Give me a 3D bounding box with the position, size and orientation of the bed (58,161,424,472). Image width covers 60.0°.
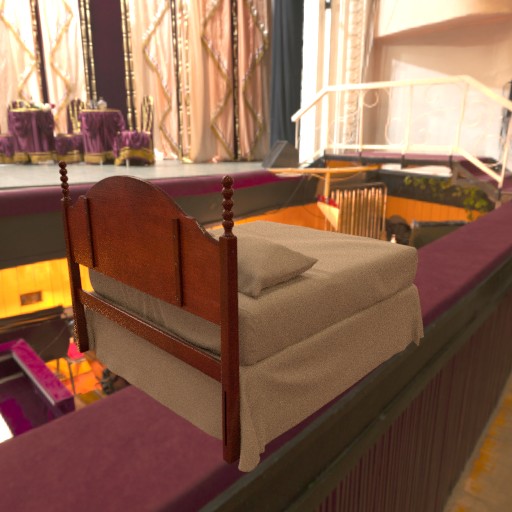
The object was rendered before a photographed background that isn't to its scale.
[{"bbox_3d":[0.000,0.000,3.185,1.873,1.356,2.040,14,21,43],"label":"bed"}]
